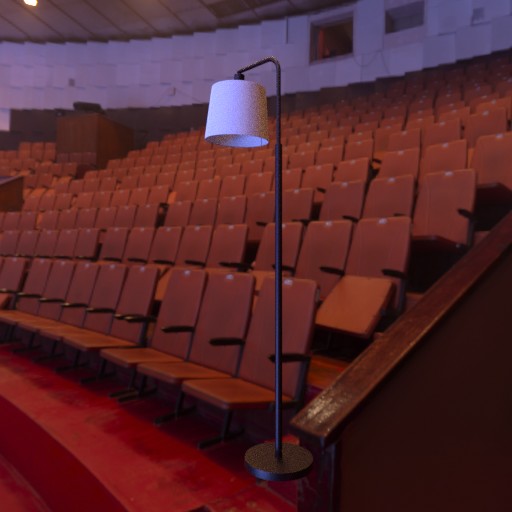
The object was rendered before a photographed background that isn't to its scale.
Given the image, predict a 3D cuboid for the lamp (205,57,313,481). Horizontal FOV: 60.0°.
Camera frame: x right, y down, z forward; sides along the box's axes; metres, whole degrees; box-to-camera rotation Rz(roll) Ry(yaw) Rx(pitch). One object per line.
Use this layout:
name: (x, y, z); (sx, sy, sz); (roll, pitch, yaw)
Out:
lamp: (0.000, 0.000, 1.677); (0.254, 1.478, 0.508); (0, 0, -38)
